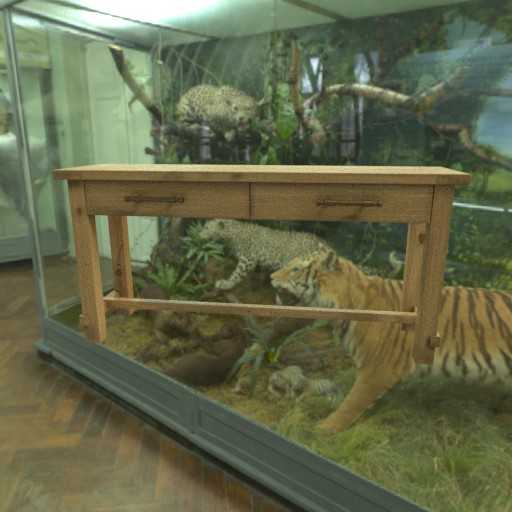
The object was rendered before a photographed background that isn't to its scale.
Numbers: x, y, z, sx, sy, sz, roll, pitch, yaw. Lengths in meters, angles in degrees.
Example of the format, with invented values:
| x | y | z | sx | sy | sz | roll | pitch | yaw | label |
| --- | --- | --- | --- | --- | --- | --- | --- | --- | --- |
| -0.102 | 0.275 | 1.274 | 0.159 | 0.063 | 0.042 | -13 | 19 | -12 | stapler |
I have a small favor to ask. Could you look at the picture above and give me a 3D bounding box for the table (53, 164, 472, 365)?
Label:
| x | y | z | sx | sy | sz | roll | pitch | yaw | label |
| --- | --- | --- | --- | --- | --- | --- | --- | --- | --- |
| 0.000 | 0.000 | 1.958 | 1.599 | 0.762 | 0.442 | 2 | 15 | 8 | table |
